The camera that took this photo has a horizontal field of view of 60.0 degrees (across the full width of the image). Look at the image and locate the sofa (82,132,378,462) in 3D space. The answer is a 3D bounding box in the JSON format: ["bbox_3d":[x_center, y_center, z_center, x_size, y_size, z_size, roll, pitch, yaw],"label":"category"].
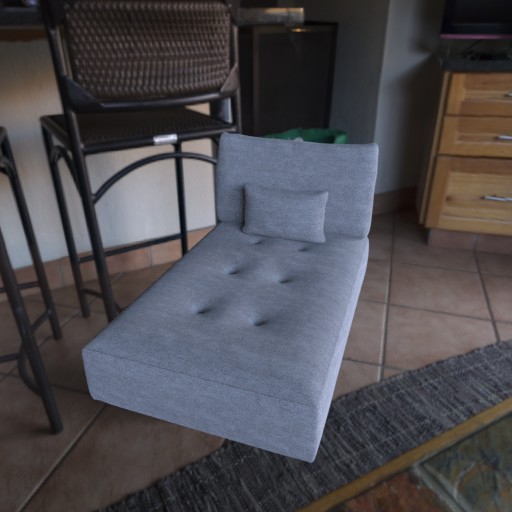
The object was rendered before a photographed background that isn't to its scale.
[{"bbox_3d":[0.000,0.000,2.056,0.930,0.820,1.450,9,28,17],"label":"sofa"}]
